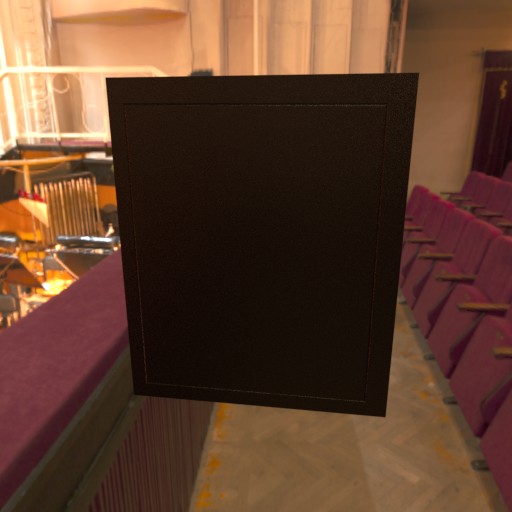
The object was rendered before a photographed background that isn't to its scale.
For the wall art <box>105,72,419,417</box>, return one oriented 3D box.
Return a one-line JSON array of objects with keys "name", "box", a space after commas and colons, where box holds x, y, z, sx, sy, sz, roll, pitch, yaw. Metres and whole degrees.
[{"name": "wall art", "box": [0.000, 0.000, 0.739, 0.461, 0.558, 0.031, 2, 17, 8]}]
